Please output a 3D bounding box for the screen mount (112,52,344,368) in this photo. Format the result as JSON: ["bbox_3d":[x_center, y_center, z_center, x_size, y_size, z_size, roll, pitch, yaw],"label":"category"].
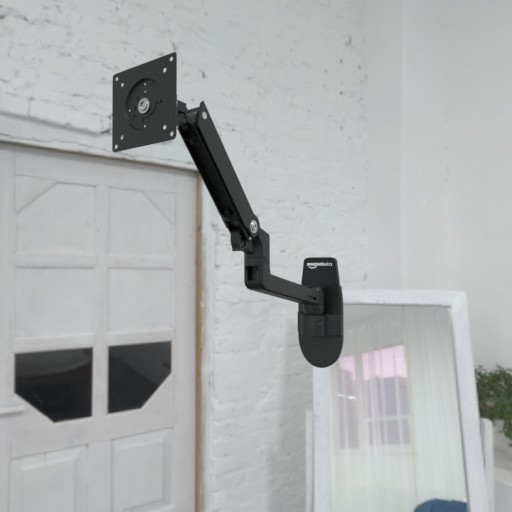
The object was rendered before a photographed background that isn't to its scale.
[{"bbox_3d":[0.000,0.000,0.745,0.115,0.466,0.495,-1,-1,34],"label":"screen mount"}]
